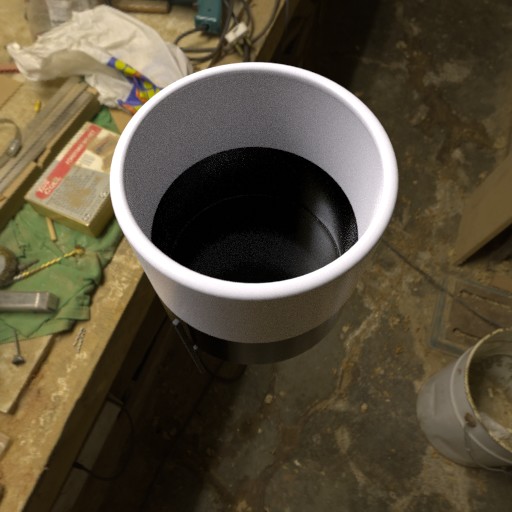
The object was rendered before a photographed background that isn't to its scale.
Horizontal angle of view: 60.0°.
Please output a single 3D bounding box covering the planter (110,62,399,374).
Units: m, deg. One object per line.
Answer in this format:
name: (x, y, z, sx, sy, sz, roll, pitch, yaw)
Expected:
planter: (0.000, 0.000, 0.652, 0.310, 0.432, 0.310, 19, 66, 9)
